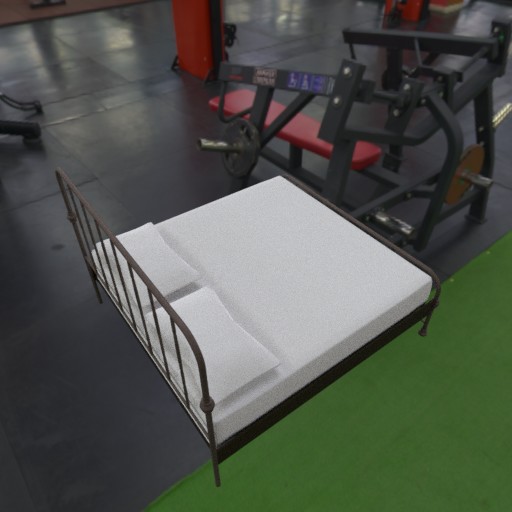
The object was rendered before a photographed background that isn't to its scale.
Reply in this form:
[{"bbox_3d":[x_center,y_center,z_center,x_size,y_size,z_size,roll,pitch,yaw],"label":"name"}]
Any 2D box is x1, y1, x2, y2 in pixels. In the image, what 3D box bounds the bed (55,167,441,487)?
[{"bbox_3d":[0.000,0.000,3.425,2.134,1.446,2.044,-26,48,-26],"label":"bed"}]
